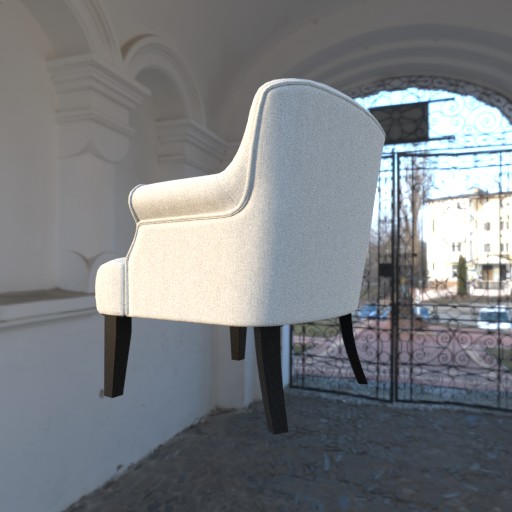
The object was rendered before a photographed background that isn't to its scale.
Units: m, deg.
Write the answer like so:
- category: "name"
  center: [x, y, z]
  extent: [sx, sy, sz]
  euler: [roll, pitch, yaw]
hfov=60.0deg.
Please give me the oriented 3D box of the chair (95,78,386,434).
- category: "chair"
  center: [0.000, 0.000, 1.469]
  extent: [0.750, 0.875, 0.781]
  euler: [-1, -1, 35]
